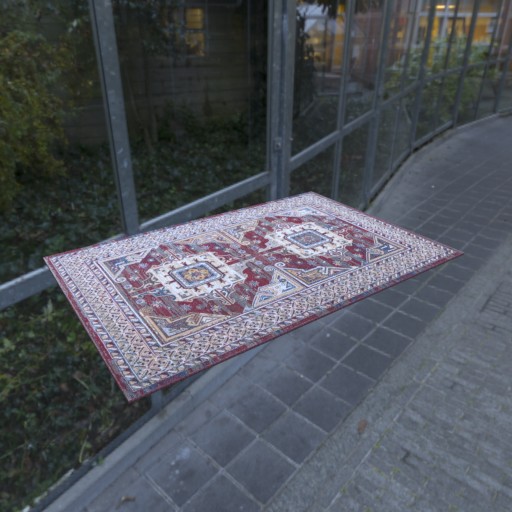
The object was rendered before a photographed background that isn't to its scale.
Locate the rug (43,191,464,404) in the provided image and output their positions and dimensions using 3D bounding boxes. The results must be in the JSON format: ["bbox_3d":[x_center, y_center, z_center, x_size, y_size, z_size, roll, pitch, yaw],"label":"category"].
[{"bbox_3d":[0.000,0.000,5.773,4.578,0.033,3.033,-18,32,-31],"label":"rug"}]
